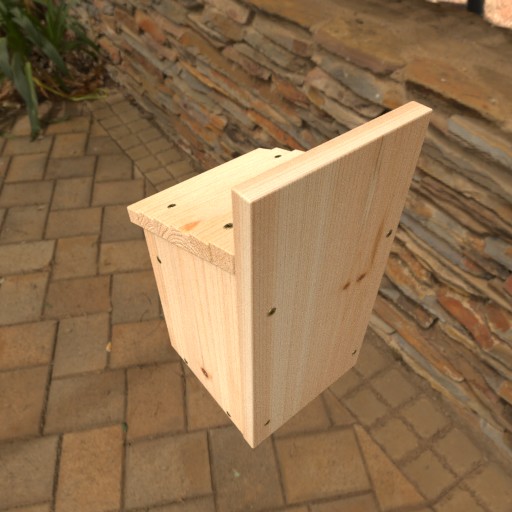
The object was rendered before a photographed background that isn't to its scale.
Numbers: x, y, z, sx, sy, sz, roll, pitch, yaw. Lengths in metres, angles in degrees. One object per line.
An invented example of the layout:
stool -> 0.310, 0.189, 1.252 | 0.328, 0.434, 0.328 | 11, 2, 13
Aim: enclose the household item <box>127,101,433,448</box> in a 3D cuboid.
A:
household item -> 0.000, 0.000, 0.396 | 0.149, 0.300, 0.171 | -30, 53, -26
